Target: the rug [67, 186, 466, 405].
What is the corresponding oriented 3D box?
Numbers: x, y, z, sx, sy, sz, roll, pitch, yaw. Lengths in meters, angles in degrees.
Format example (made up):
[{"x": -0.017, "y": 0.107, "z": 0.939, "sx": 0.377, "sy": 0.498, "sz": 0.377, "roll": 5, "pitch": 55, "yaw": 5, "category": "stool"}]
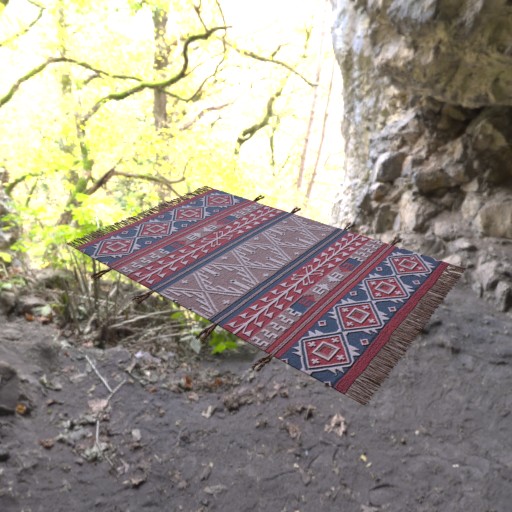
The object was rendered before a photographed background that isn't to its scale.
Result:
[{"x": 0.000, "y": 0.000, "z": 2.584, "sx": 2.025, "sy": 0.040, "sz": 1.469, "roll": 22, "pitch": 37, "yaw": 33, "category": "rug"}]
